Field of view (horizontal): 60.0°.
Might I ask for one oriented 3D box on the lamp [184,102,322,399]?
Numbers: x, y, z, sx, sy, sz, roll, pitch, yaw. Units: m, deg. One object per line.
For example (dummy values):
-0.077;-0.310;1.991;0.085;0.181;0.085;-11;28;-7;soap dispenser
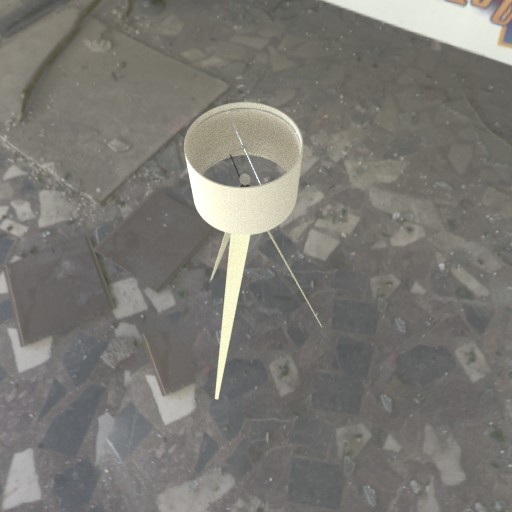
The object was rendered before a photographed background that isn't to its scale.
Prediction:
0.000;0.000;1.985;0.716;1.524;0.724;-16;61;-10;lamp
